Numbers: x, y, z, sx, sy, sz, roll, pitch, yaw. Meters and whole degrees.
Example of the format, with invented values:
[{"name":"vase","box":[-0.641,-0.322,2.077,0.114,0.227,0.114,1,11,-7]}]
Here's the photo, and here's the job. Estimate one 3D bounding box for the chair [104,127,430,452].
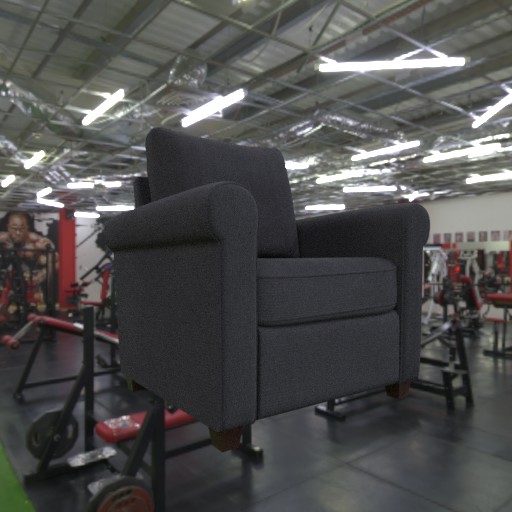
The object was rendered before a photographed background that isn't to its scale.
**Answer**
[{"name":"chair","box":[0.000,0.000,1.567,0.867,0.942,0.828,0,0,-36]}]
